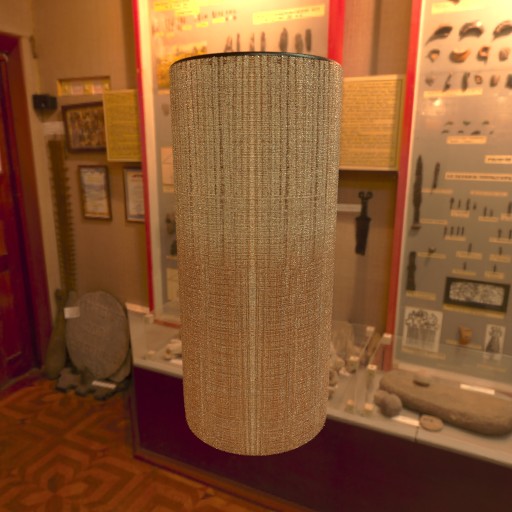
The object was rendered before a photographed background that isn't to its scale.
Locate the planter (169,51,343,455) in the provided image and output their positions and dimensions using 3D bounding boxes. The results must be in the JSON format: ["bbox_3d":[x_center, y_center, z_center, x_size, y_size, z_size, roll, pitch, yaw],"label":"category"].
[{"bbox_3d":[0.000,0.000,0.287,0.100,0.227,0.100,7,16,26],"label":"planter"}]
